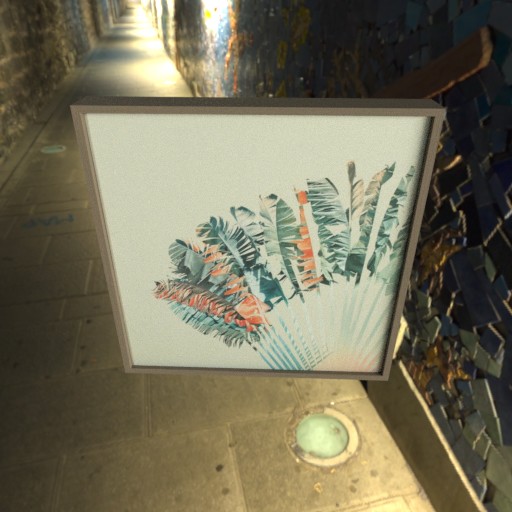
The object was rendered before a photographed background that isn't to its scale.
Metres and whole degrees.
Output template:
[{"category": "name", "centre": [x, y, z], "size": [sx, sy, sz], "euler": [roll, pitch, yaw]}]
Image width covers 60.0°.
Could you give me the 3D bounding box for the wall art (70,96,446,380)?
[{"category": "wall art", "centre": [0.000, 0.000, 0.453], "size": [0.304, 0.303, 0.038], "euler": [1, 31, 2]}]
